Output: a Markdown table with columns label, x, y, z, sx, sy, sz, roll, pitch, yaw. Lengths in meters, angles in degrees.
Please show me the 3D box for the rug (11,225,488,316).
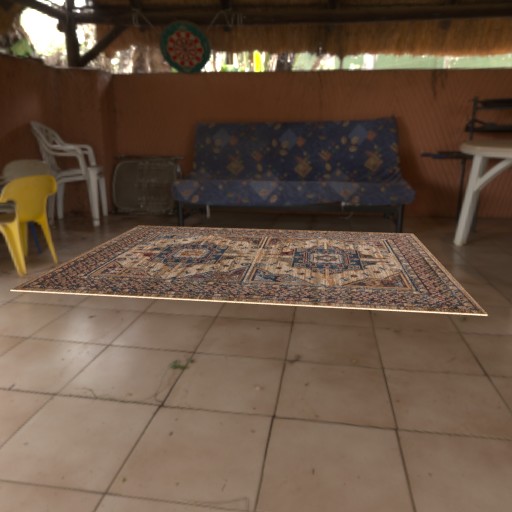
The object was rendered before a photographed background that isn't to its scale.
| label | x | y | z | sx | sy | sz | roll | pitch | yaw |
| --- | --- | --- | --- | --- | --- | --- | --- | --- | --- |
| rug | 0.000 | 0.000 | 2.808 | 2.227 | 0.008 | 1.611 | 2 | 16 | 8 |
